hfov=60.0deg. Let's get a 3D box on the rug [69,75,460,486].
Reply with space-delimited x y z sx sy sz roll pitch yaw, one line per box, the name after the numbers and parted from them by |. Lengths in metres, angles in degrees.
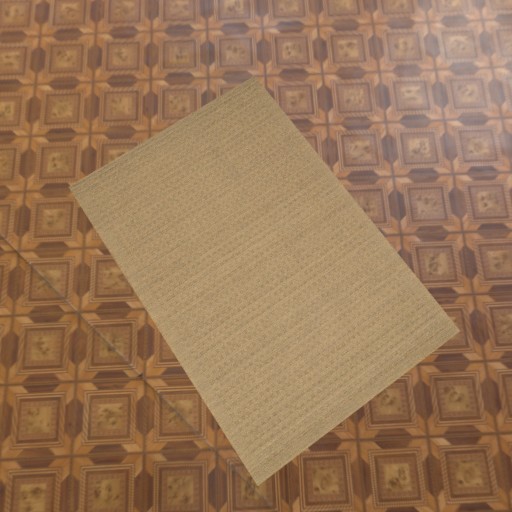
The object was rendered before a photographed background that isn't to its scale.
0.000 0.000 3.716 1.981 0.006 2.895 -34 78 -8 | rug
